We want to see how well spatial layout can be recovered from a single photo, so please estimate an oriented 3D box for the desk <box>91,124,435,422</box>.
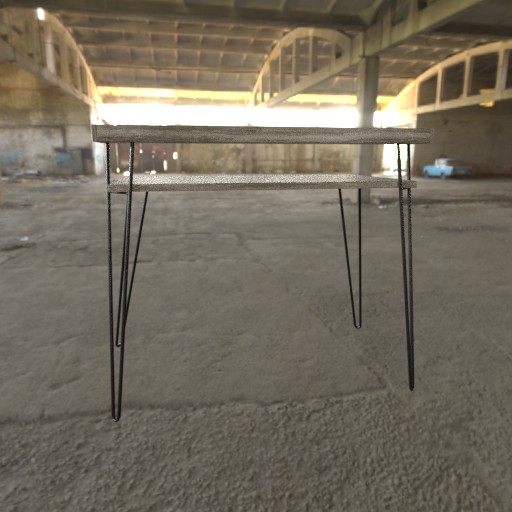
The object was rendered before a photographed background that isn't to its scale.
[{"bbox_3d":[0.000,0.000,1.662,1.135,0.899,0.605,-2,13,-10],"label":"desk"}]
